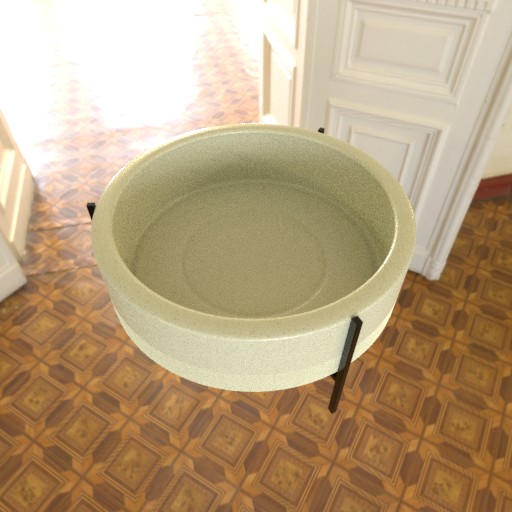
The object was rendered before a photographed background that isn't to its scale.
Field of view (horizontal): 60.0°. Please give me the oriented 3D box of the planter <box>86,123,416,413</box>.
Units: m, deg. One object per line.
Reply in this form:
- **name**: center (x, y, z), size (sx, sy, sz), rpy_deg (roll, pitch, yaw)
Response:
- **planter**: center (0.000, 0.000, 0.532), size (0.336, 0.171, 0.345), rpy_deg (23, 51, 20)
